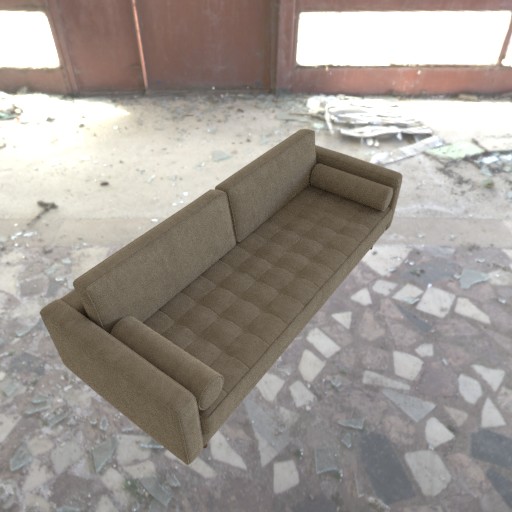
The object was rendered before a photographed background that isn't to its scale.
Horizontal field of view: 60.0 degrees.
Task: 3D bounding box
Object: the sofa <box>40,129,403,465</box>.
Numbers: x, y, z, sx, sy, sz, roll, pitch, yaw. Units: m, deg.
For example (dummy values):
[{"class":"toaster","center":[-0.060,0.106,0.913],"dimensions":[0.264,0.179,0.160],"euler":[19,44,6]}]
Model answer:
[{"class":"sofa","center":[0.000,0.000,2.631],"dimensions":[0.919,0.770,2.200],"euler":[26,47,27]}]
